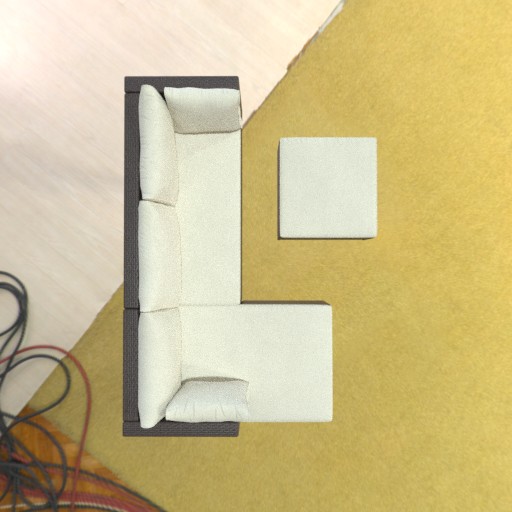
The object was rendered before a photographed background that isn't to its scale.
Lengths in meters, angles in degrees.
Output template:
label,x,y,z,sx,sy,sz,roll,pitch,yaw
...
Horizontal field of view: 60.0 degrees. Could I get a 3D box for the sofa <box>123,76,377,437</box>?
label,x,y,z,sx,sy,sz,roll,pitch,yaw
sofa,0.000,0.000,2.926,1.612,0.766,2.192,0,89,0
